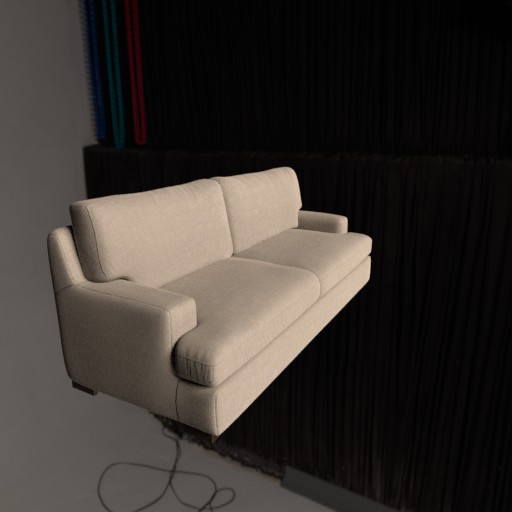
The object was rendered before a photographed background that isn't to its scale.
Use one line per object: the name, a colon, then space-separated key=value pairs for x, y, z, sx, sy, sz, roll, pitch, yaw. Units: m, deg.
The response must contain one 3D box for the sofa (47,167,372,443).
sofa: x=0.000 y=0.000 z=2.897 sx=0.962 sy=0.980 sz=2.354 roll=9 pitch=18 yaw=28
